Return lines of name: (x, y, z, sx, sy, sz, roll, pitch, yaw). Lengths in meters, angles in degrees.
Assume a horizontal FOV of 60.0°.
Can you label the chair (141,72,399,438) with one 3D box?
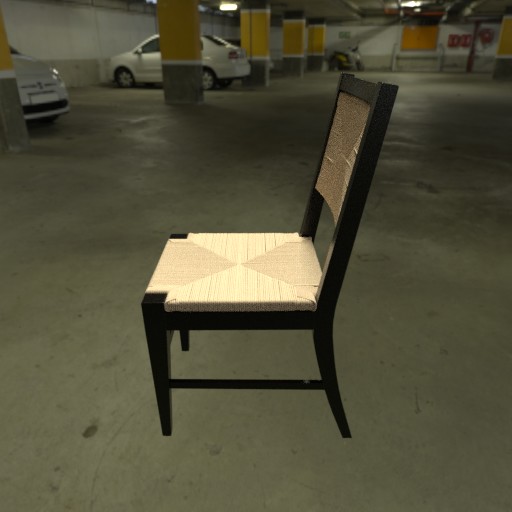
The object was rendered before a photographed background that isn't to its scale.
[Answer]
chair: (0.000, 0.000, 1.232, 0.552, 0.927, 0.437, 0, 25, 0)
